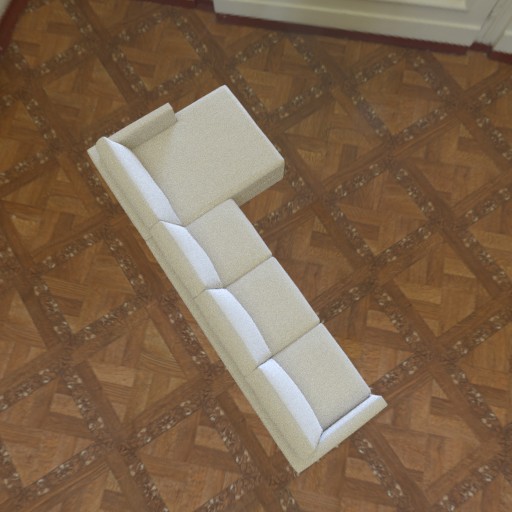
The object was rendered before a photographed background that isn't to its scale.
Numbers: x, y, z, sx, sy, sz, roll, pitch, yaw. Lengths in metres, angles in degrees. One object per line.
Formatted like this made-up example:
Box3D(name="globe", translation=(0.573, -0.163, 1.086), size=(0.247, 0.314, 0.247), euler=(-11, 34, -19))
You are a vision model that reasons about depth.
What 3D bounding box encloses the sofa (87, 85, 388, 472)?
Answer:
Box3D(name="sofa", translation=(0.000, 0.000, 4.244), size=(1.599, 0.954, 3.471), euler=(-34, 78, -8))
